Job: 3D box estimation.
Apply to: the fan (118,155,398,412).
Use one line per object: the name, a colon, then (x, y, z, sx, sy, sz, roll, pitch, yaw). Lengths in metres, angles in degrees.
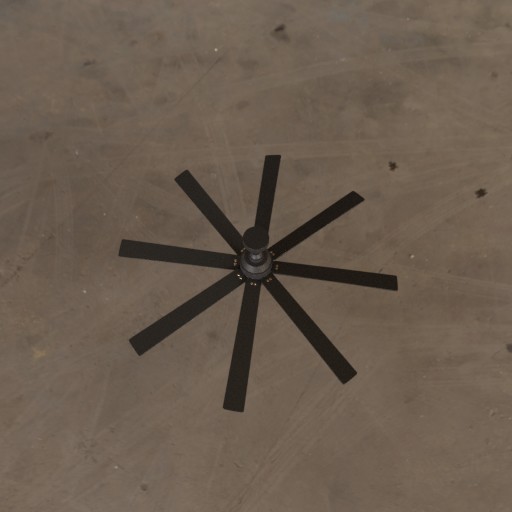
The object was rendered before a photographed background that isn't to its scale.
fan: (0.000, 0.000, 2.773, 1.830, 0.472, 1.830, -34, 68, -16)
